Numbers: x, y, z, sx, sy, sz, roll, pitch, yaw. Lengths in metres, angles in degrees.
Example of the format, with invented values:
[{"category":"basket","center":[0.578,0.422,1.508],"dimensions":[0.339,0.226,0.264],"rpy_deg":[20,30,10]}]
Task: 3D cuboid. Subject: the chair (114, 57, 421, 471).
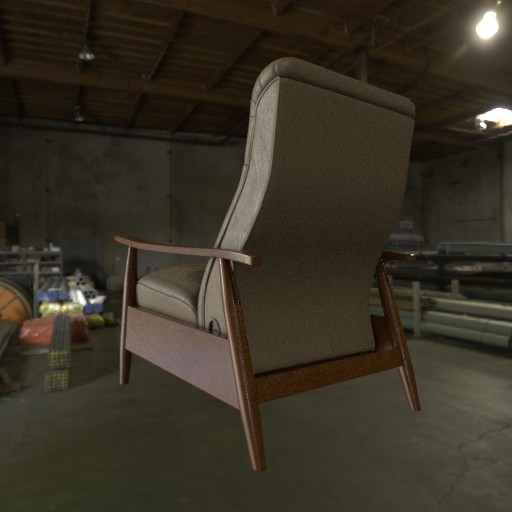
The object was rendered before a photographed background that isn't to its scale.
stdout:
[{"category":"chair","center":[0.000,0.000,1.725],"dimensions":[0.762,1.082,1.014],"rpy_deg":[0,1,-38]}]
